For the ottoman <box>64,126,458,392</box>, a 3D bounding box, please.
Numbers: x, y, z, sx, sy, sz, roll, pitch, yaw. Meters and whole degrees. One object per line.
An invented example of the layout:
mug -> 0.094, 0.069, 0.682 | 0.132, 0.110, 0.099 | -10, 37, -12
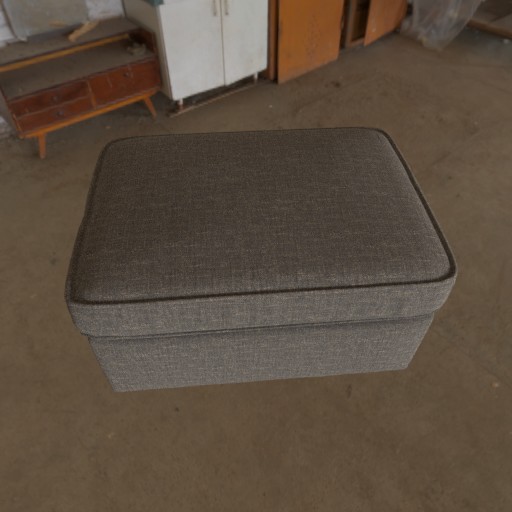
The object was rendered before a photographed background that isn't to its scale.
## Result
ottoman -> 0.000, 0.000, 1.102 | 0.749, 0.450, 0.549 | -4, 47, -3
